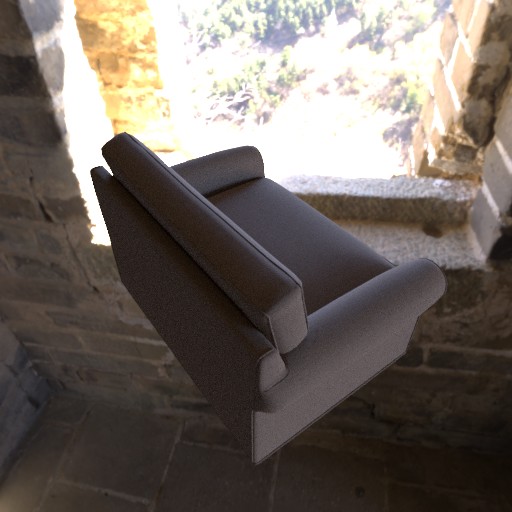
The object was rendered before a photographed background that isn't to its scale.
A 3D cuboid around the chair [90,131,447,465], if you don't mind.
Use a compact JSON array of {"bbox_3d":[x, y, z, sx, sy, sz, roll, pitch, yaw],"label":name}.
[{"bbox_3d":[0.000,0.000,2.010,0.930,0.930,1.390,-26,48,-26],"label":"chair"}]
